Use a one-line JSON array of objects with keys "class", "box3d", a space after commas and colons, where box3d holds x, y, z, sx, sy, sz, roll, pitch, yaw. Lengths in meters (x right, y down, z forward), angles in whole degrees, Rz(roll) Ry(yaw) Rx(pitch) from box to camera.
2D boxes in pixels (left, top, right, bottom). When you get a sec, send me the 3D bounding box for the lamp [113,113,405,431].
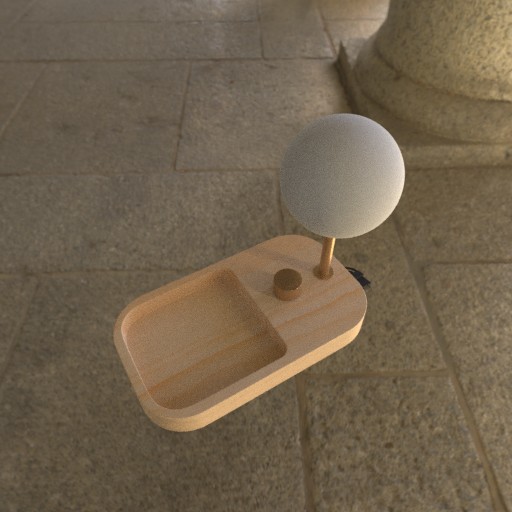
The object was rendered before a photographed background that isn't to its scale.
[{"class": "lamp", "box3d": [0.000, 0.000, 0.470, 0.331, 0.253, 0.173, -24, 53, -20]}]
